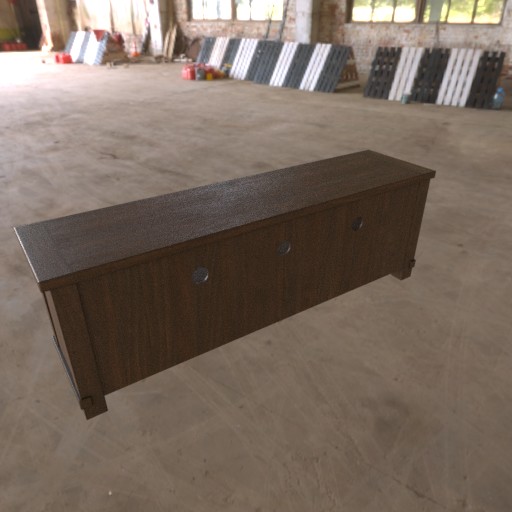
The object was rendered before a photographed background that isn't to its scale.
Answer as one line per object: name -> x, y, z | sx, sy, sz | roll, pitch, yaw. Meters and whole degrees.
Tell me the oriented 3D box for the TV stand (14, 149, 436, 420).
TV stand -> 0.000, 0.000, 2.085 | 1.866, 0.615, 0.471 | -18, 34, -29
